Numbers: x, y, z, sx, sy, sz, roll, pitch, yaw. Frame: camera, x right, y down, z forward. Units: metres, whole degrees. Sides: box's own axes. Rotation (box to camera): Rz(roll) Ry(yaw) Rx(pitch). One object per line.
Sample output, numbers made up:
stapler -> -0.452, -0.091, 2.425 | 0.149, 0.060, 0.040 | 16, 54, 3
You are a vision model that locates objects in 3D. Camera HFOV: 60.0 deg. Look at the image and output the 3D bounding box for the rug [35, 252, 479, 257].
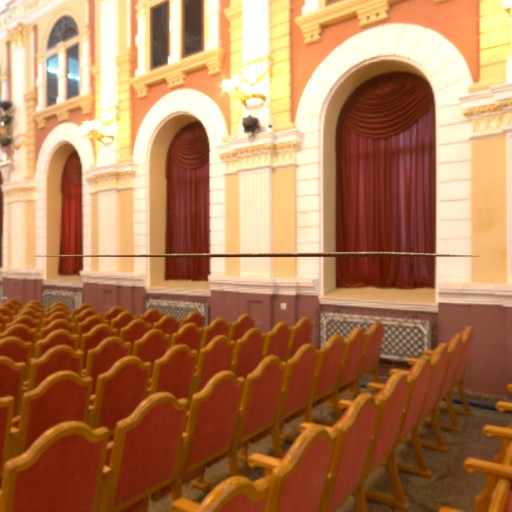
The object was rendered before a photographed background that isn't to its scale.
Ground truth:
rug -> 0.000, 0.000, 4.124 | 3.353, 0.010, 2.438 | 0, -1, 37
